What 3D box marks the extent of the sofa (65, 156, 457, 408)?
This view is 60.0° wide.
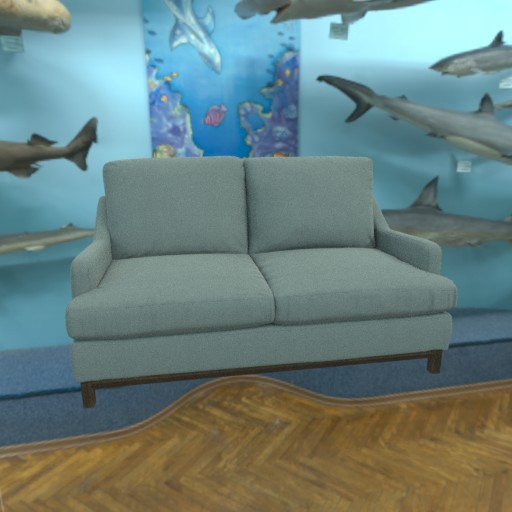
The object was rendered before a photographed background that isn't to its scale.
[{"bbox_3d":[0.000,0.000,2.160,1.589,0.921,0.987,-3,16,-10],"label":"sofa"}]
